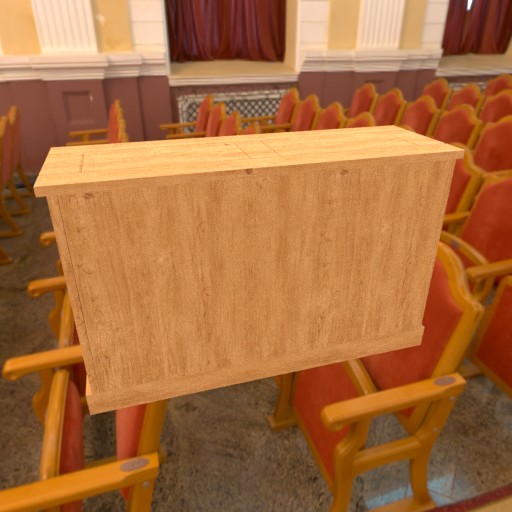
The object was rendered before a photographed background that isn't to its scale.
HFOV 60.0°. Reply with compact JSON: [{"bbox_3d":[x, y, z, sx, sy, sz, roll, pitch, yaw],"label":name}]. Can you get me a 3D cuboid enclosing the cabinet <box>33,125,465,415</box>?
[{"bbox_3d":[0.000,0.000,1.674,1.321,0.810,0.432,-8,28,-15],"label":"cabinet"}]
